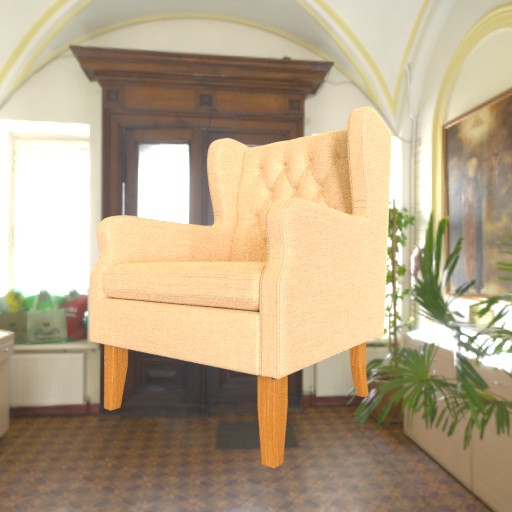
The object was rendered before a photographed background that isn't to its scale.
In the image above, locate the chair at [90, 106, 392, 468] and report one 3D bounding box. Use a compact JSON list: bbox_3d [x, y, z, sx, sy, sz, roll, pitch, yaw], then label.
[{"bbox_3d":[0.000,0.000,1.434,0.710,0.930,0.760,0,0,38],"label":"chair"}]
